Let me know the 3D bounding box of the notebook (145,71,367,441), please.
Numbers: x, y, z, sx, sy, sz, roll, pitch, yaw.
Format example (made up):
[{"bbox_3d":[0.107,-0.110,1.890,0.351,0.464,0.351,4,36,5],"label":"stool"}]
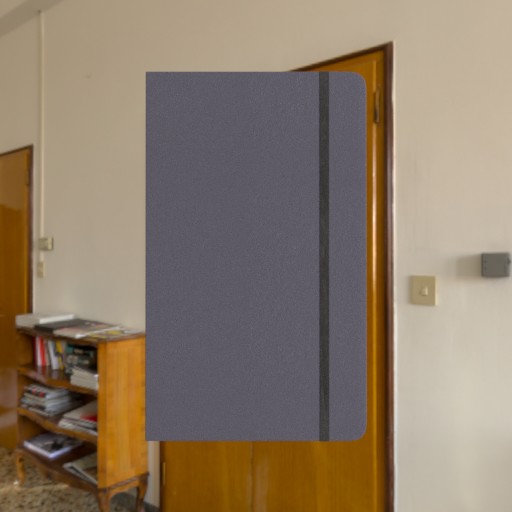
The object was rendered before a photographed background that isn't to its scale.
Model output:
[{"bbox_3d":[0.000,0.000,0.262,0.127,0.213,0.016,0,0,0],"label":"notebook"}]
